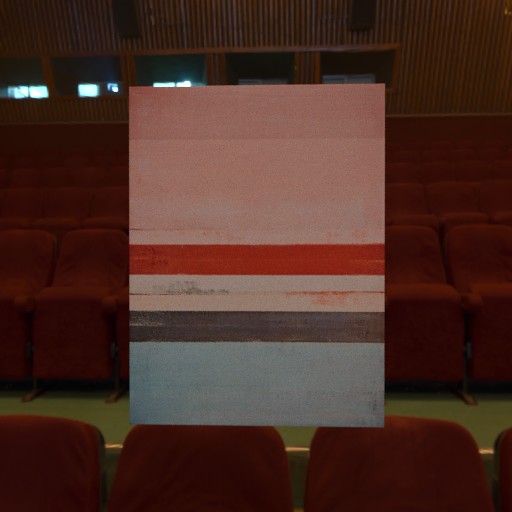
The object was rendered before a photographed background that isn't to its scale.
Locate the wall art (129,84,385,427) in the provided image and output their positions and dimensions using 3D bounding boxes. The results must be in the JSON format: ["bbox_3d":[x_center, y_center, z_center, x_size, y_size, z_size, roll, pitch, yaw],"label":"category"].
[{"bbox_3d":[0.000,0.000,1.341,0.761,1.016,0.039,0,0,2],"label":"wall art"}]
